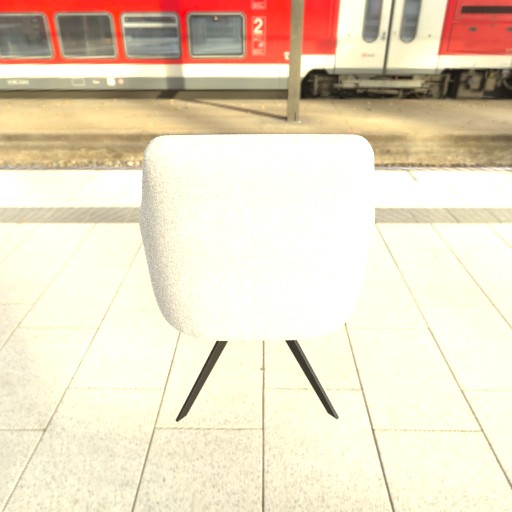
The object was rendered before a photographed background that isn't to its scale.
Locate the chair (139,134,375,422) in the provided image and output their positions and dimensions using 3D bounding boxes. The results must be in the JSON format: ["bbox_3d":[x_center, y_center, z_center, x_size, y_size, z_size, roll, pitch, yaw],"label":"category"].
[{"bbox_3d":[0.000,0.000,1.330,0.642,0.874,0.677,-1,29,-1],"label":"chair"}]
